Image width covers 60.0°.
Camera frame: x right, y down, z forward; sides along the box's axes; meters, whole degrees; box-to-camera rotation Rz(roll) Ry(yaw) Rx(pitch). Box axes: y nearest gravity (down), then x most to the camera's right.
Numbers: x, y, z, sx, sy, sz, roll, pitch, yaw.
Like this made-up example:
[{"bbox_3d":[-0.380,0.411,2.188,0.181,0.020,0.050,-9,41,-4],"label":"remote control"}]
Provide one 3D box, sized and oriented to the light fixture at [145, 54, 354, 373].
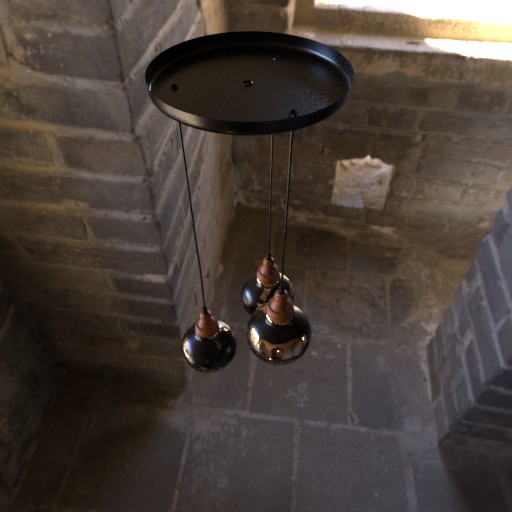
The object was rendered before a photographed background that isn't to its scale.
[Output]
[{"bbox_3d":[0.000,0.000,1.687,0.608,1.410,0.605,-31,54,-27],"label":"light fixture"}]
